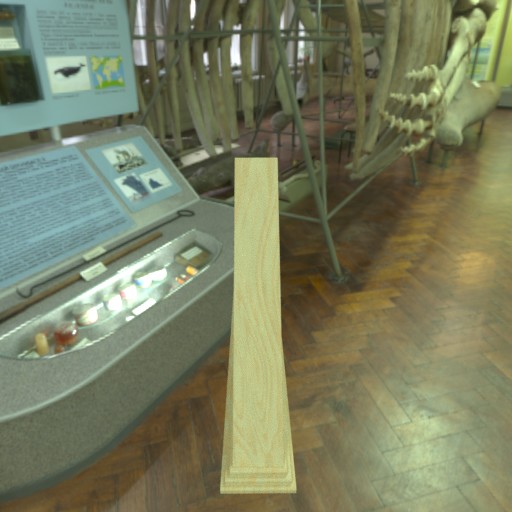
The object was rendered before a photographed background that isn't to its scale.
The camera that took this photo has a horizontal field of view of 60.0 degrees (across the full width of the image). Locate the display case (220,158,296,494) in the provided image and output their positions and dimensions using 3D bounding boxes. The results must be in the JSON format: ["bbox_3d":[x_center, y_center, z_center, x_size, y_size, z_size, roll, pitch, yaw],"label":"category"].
[{"bbox_3d":[0.000,0.000,0.762,0.095,0.340,0.640,0,27,0],"label":"display case"}]
